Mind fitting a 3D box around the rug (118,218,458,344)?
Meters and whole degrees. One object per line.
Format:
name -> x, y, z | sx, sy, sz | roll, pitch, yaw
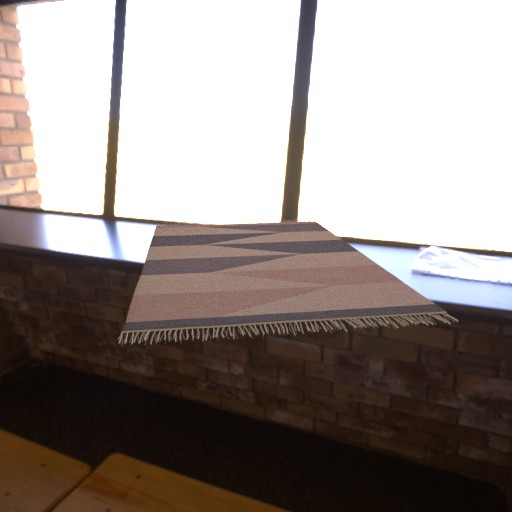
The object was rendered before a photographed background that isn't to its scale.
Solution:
rug -> 0.000, 0.000, 2.500 | 1.224, 0.027, 2.021 | -2, 16, -8
